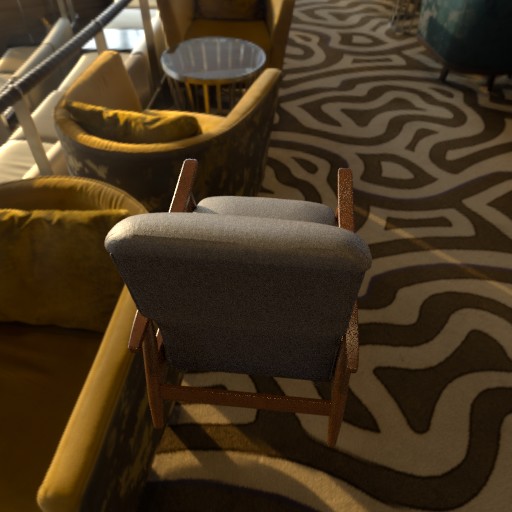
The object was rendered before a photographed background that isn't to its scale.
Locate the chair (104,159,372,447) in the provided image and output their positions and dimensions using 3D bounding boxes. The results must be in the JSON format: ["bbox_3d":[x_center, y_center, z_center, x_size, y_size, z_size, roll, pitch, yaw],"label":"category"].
[{"bbox_3d":[0.000,0.000,1.725,0.762,1.081,1.014,4,46,4],"label":"chair"}]
